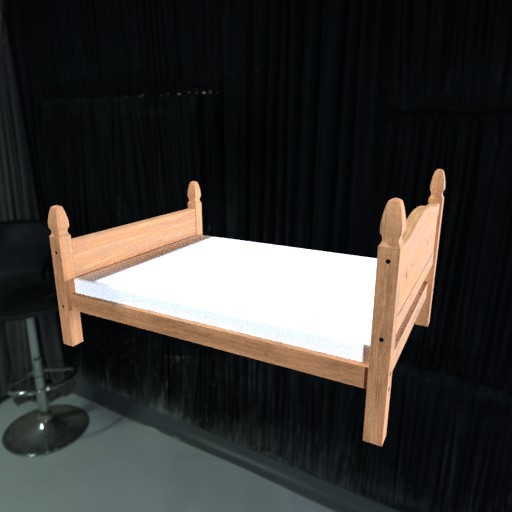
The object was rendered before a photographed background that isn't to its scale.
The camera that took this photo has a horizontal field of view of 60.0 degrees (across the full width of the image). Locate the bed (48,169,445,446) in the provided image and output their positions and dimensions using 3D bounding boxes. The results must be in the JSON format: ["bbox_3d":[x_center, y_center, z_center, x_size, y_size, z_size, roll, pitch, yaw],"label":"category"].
[{"bbox_3d":[0.000,0.000,2.911,2.069,1.100,1.490,9,18,27],"label":"bed"}]
